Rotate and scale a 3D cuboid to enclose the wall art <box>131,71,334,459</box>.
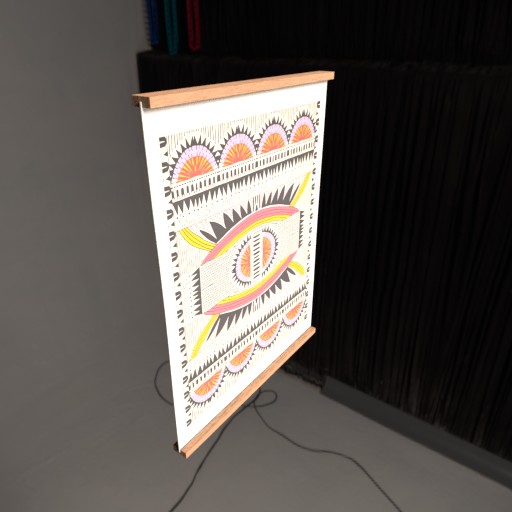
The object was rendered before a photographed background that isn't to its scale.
[{"bbox_3d":[0.000,0.000,0.714,0.028,0.527,0.403,18,32,32],"label":"wall art"}]
